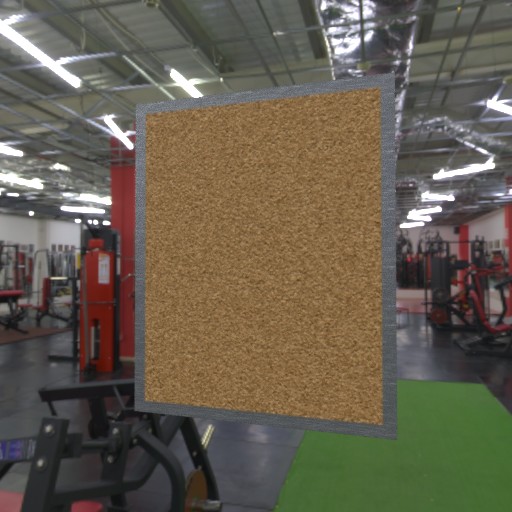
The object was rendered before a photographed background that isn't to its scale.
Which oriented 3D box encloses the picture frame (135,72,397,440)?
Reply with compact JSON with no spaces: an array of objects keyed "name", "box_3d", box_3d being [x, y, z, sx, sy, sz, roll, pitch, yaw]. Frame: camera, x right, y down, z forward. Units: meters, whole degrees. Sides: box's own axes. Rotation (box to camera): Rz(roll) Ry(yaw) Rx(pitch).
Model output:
[{"name":"picture frame","box_3d":[0.000,0.000,0.753,0.454,0.559,0.029,0,-1,17]}]
